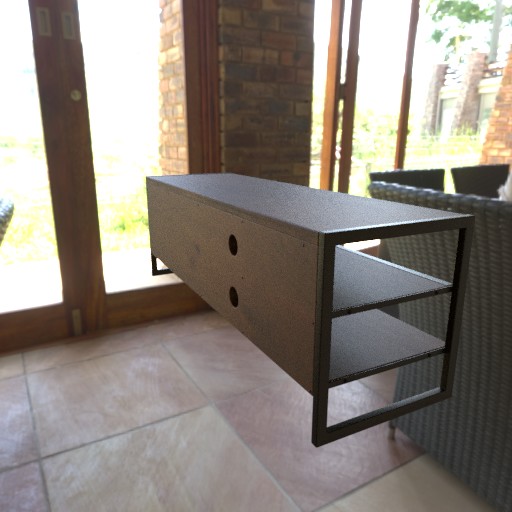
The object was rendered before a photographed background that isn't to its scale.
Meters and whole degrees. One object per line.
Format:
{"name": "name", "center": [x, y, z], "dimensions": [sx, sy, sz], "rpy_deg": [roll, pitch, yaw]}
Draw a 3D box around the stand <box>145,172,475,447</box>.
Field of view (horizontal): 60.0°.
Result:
{"name": "stand", "center": [0.000, 0.000, 1.689], "dimensions": [0.454, 0.506, 1.480], "rpy_deg": [-8, 17, -26]}
